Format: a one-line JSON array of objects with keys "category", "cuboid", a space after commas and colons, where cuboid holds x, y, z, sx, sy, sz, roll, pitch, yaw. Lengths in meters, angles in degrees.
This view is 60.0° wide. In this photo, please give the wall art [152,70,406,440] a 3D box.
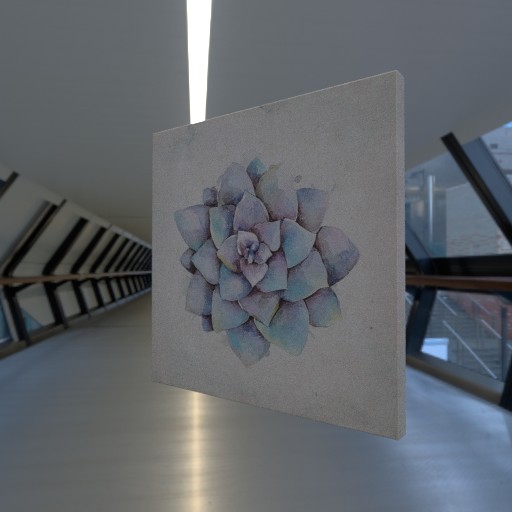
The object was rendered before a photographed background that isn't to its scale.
[{"category": "wall art", "cuboid": [0.000, 0.000, 0.928, 0.612, 0.612, 0.040, -1, -1, 37]}]
